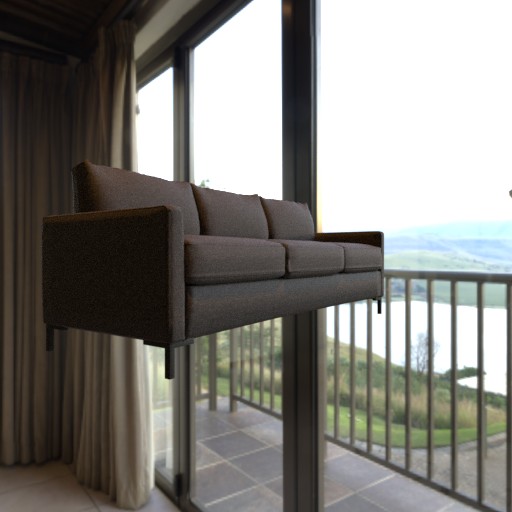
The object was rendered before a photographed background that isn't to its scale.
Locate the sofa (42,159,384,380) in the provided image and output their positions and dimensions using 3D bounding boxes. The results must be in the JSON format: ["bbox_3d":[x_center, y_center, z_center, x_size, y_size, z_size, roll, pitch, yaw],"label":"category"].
[{"bbox_3d":[0.000,0.000,2.704,0.876,0.882,2.253,0,0,35],"label":"sofa"}]
